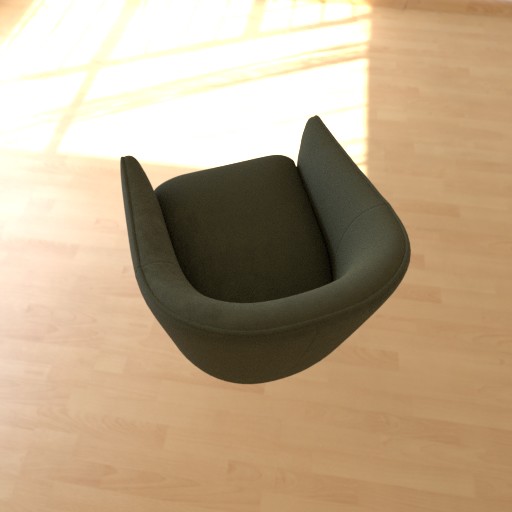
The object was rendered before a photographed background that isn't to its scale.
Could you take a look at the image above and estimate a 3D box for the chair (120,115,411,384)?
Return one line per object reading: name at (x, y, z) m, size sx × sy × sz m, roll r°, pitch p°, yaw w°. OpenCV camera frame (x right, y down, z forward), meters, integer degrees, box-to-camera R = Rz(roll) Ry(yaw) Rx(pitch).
chair at (0.000, 0.000, 1.472) m, size 0.747 × 0.799 × 0.875 m, roll -15°, pitch 59°, yaw -9°
